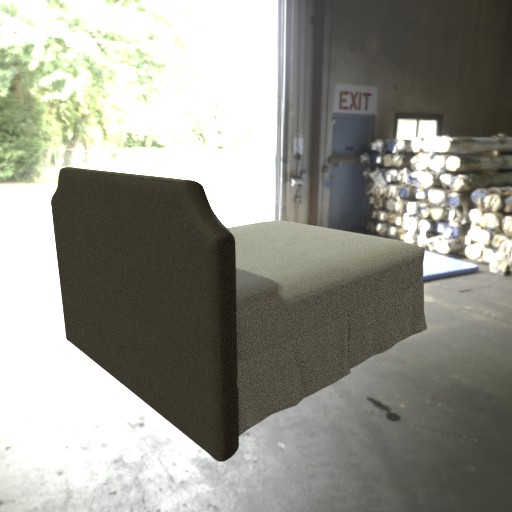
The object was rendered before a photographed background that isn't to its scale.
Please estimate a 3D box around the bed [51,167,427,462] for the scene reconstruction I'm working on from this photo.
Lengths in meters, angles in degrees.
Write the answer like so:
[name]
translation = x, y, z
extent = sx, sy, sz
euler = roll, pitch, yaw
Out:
[bed]
translation = 0.000, 0.000, 3.215
extent = 2.181, 1.297, 1.831
euler = -13, 20, -42
